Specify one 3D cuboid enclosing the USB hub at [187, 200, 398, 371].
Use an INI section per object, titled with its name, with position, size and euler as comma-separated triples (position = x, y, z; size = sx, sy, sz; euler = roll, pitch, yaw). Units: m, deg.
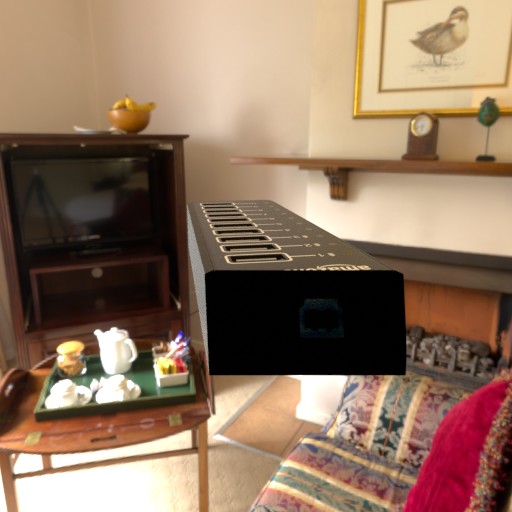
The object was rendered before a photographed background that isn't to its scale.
[USB hub]
position = 0.000, 0.000, 0.160
size = 0.044, 0.023, 0.145
euler = -3, 14, -10
